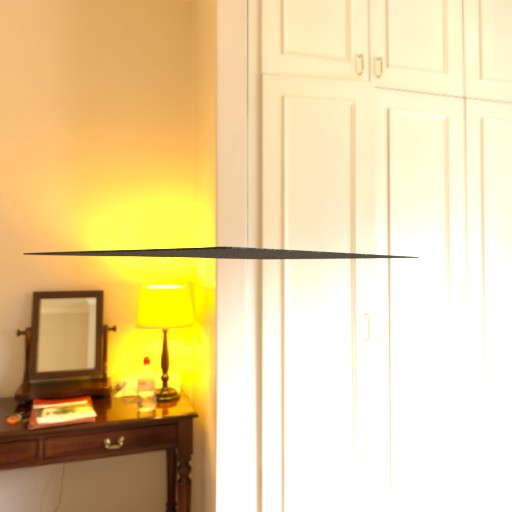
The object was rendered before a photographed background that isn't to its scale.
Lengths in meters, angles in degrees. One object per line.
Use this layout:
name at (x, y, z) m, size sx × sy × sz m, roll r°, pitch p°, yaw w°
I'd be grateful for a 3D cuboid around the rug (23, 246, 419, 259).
rug at (0.000, 0.000, 2.231) m, size 1.102 × 0.008 × 1.795 m, roll -1°, pitch -2°, yaw 36°
